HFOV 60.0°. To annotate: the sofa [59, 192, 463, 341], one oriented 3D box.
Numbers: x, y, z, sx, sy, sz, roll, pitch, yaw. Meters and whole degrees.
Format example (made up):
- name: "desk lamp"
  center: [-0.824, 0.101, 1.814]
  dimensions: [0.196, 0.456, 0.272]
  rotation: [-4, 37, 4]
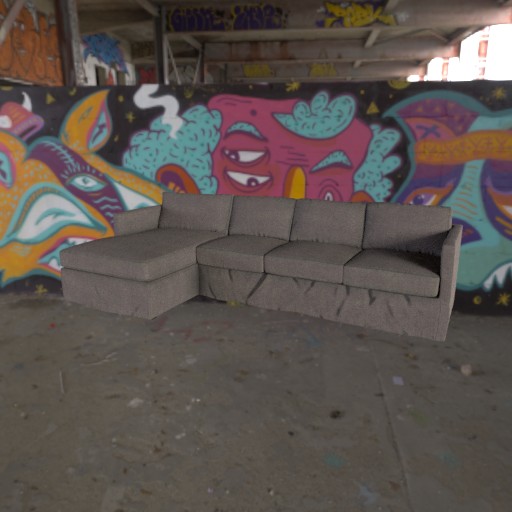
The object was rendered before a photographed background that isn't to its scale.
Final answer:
- name: "sofa"
  center: [0.000, 0.000, 3.901]
  dimensions: [3.205, 0.922, 1.650]
  rotation: [7, 16, 26]
